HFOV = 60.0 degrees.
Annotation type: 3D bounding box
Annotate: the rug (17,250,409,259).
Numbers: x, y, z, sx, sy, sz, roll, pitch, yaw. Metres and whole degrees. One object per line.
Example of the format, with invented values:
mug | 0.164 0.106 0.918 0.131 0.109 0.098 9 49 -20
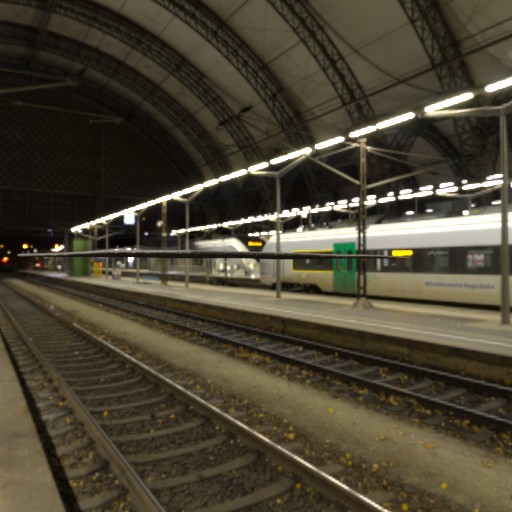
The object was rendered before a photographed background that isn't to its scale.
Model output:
rug | 0.000 0.000 3.577 1.522 0.034 3.032 -1 -1 36
